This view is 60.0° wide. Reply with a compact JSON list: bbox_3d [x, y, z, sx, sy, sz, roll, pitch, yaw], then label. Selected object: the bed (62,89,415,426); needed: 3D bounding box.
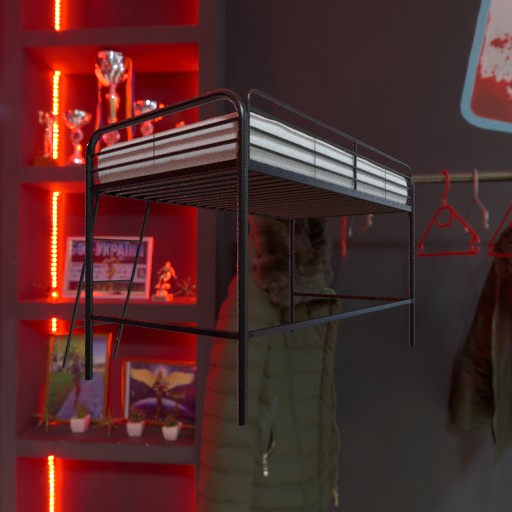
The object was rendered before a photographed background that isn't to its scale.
[{"bbox_3d":[0.000,0.000,2.844,1.393,1.289,1.968,0,-1,38],"label":"bed"}]
